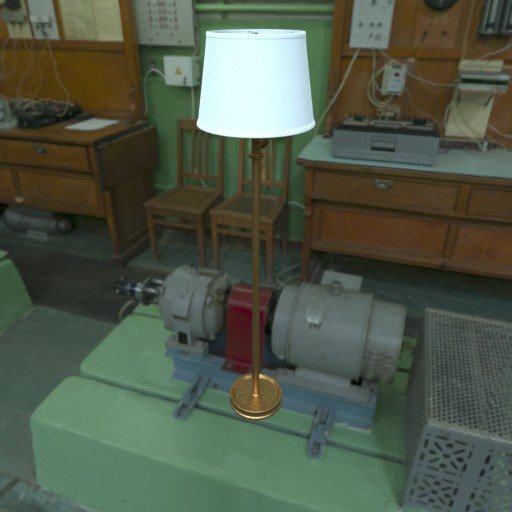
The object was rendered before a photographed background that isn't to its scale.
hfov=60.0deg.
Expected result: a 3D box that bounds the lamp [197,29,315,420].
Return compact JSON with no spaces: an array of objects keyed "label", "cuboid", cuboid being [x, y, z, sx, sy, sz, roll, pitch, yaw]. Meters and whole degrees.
[{"label":"lamp","cuboid":[0.000,0.000,0.786,0.178,0.710,0.178,0,29,0]}]
